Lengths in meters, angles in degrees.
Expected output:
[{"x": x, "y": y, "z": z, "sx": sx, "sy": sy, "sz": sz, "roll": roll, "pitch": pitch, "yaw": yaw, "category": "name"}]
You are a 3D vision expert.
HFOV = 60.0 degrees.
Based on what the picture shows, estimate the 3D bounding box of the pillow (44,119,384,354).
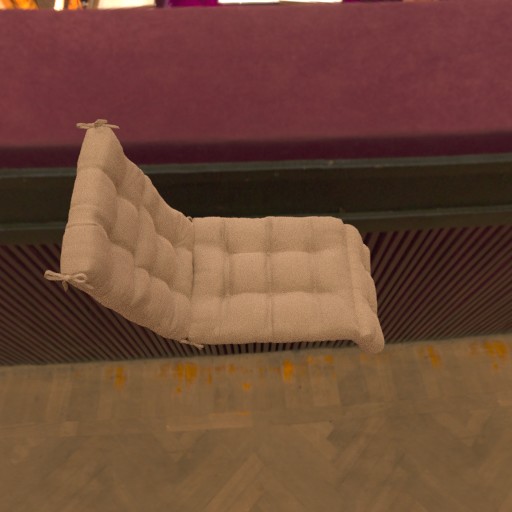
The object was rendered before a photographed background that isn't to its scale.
[{"x": 0.000, "y": 0.000, "z": 1.521, "sx": 1.016, "sy": 0.863, "sz": 0.526, "roll": -1, "pitch": 63, "yaw": -1, "category": "pillow"}]
